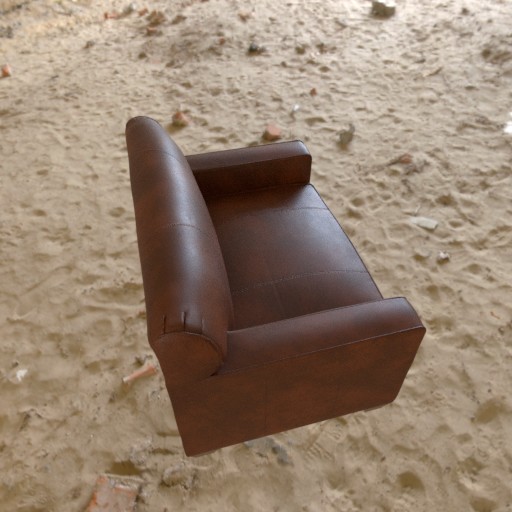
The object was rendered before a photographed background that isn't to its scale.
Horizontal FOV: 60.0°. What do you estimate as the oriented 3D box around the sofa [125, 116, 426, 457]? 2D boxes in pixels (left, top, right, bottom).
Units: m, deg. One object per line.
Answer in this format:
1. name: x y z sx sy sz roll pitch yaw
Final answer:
1. sofa: 0.000 0.000 2.099 1.000 0.956 1.413 -11 45 -11
